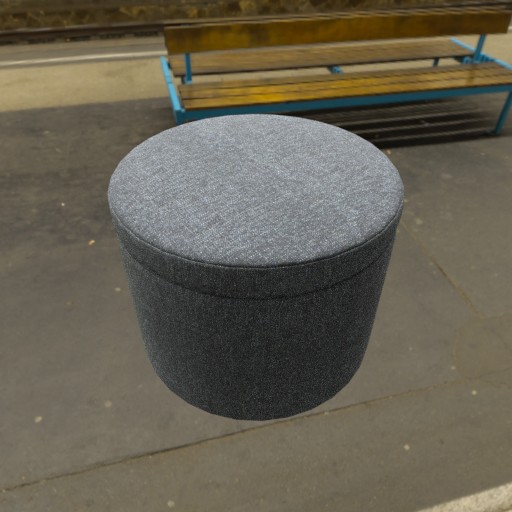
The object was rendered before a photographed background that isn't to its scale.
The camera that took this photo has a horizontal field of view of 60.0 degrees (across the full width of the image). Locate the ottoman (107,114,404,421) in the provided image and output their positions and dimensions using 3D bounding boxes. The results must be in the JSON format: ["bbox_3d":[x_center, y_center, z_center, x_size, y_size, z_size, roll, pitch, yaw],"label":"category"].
[{"bbox_3d":[0.000,0.000,0.884,0.500,0.419,0.500,0,40,0],"label":"ottoman"}]
